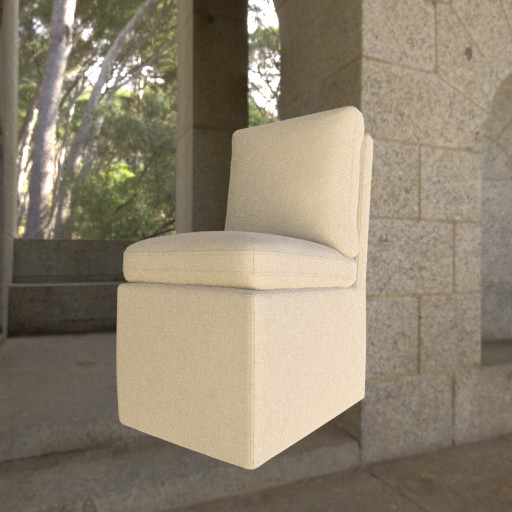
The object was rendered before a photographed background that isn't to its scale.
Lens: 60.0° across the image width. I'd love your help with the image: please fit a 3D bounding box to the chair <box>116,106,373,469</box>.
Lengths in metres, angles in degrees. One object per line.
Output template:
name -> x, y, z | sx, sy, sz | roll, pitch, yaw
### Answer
chair -> 0.000, 0.000, 1.346 | 0.503, 0.927, 0.698 | 0, 0, 37
